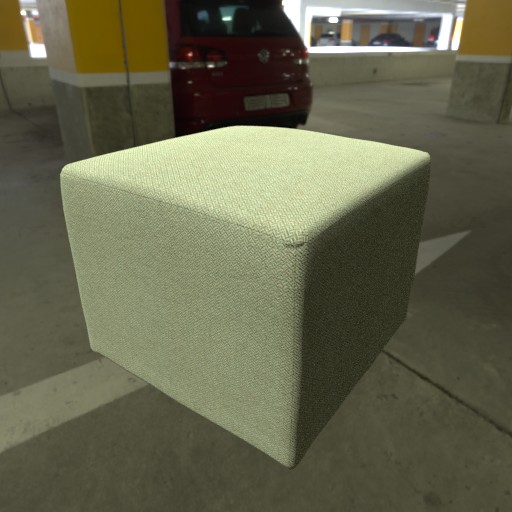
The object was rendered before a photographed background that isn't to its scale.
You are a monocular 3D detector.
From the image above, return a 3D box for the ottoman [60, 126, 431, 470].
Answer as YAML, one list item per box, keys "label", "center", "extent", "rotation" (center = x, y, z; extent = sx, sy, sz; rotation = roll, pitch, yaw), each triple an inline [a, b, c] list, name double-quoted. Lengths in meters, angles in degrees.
- label: "ottoman"
  center: [0.000, 0.000, 0.903]
  extent: [0.512, 0.453, 0.521]
  rotation: [18, 31, 32]
